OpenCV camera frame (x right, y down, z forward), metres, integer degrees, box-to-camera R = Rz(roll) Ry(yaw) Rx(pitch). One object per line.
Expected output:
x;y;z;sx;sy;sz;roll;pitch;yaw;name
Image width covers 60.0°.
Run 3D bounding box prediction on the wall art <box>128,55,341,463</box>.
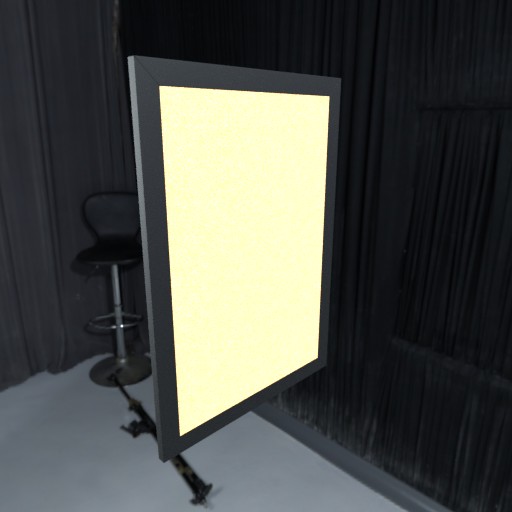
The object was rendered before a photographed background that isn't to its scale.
0.000;0.000;0.589;0.326;0.459;0.011;-16;23;-42;wall art
